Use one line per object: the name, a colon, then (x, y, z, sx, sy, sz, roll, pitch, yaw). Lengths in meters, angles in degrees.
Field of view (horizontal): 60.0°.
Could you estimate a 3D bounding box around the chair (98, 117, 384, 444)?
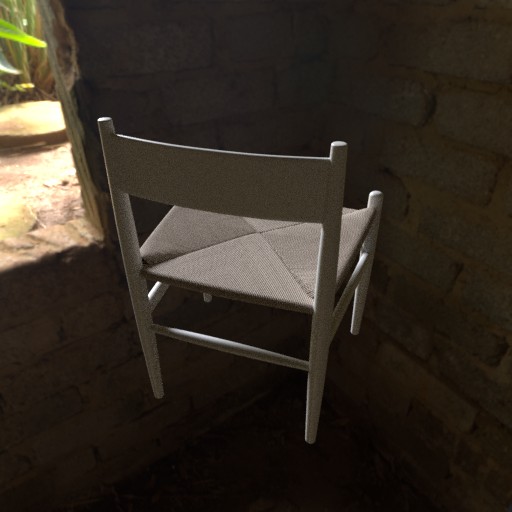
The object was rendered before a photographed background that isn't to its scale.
chair: (0.000, 0.000, 1.119, 0.556, 0.762, 0.495, 10, 34, 16)
